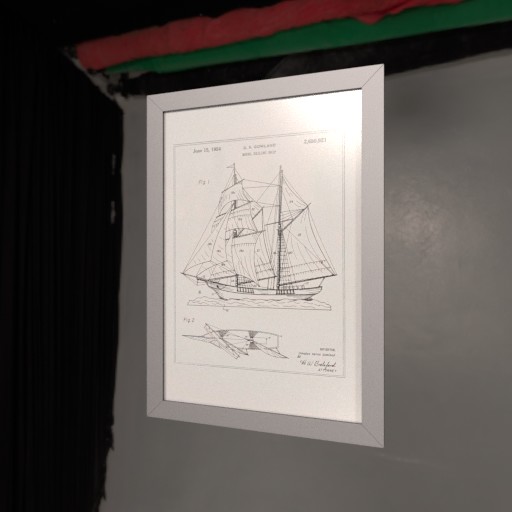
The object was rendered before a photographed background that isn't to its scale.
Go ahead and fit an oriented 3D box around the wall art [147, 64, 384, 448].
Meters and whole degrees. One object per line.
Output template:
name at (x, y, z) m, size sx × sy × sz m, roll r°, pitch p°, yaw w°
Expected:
wall art at (0.000, 0.000, 0.682) m, size 0.380 × 0.534 × 0.013 m, roll 0°, pitch 0°, yaw 19°
